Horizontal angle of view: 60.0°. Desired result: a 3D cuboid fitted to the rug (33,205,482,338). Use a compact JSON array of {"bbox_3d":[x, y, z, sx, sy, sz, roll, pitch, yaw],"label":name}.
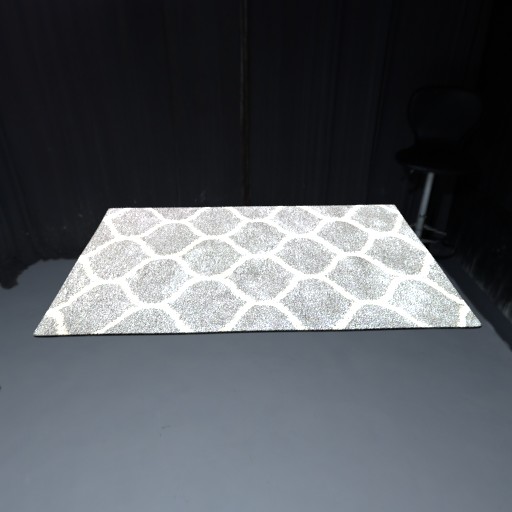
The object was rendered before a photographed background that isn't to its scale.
[{"bbox_3d":[0.000,0.000,3.420,2.701,0.026,1.801,-1,31,-2],"label":"rug"}]
